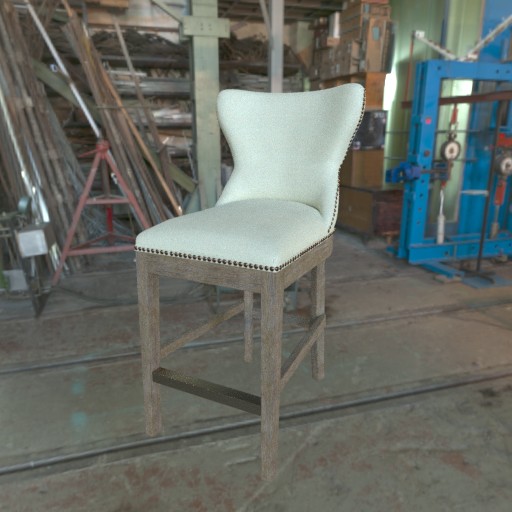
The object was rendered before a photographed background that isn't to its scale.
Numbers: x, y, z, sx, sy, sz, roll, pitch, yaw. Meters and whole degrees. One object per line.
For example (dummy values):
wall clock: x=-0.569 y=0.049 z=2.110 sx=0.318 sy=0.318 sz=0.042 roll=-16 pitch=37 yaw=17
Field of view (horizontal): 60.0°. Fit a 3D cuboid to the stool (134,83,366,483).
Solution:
stool: x=0.000 y=0.000 z=1.322 sx=0.498 sy=0.981 sz=0.608 roll=8 pitch=18 yaw=26
